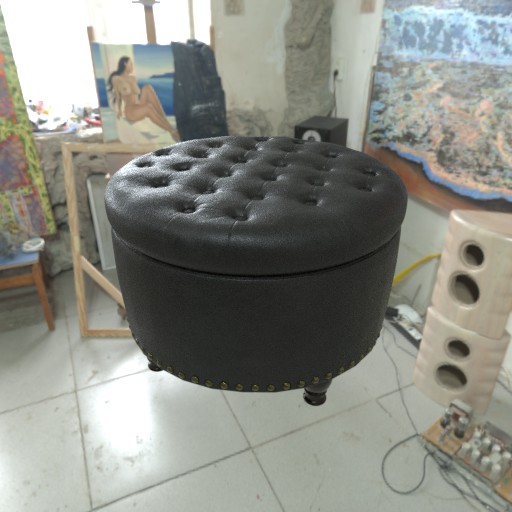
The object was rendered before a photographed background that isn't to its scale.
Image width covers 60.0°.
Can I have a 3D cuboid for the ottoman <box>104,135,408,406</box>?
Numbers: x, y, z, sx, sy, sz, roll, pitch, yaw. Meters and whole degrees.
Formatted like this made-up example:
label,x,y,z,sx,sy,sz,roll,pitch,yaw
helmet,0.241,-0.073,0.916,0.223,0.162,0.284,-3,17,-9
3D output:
label,x,y,z,sx,sy,sz,roll,pitch,yaw
ottoman,0.000,0.000,1.058,0.637,0.442,0.637,0,29,0
